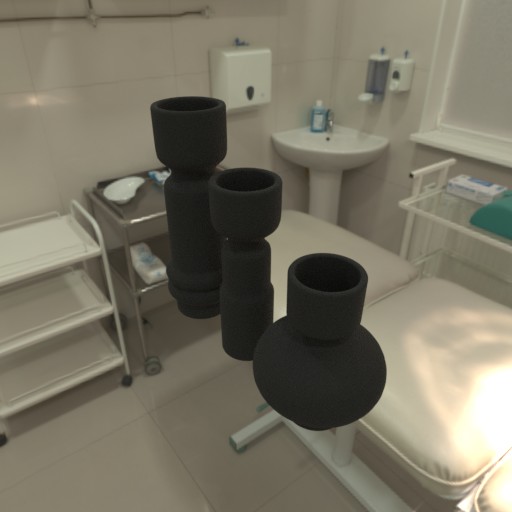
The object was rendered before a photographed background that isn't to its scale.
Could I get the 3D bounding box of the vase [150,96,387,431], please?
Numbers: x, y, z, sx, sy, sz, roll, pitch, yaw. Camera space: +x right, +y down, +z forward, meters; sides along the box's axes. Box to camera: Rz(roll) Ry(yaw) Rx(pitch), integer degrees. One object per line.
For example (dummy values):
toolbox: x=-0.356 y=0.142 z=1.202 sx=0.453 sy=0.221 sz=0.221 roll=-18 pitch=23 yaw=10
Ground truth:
vase: x=0.000 y=0.000 z=0.430 sx=0.120 sy=0.249 sz=0.307 roll=-21 pitch=37 yaw=-31
